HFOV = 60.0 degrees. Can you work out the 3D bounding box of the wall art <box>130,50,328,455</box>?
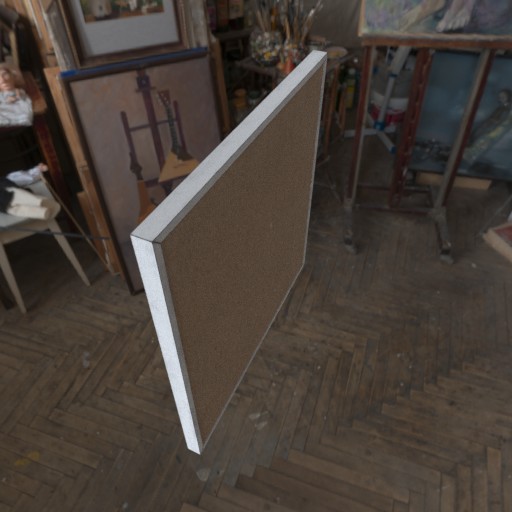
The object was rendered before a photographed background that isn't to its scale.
[{"bbox_3d":[0.000,0.000,1.136,0.038,0.762,0.762,18,48,17],"label":"wall art"}]
